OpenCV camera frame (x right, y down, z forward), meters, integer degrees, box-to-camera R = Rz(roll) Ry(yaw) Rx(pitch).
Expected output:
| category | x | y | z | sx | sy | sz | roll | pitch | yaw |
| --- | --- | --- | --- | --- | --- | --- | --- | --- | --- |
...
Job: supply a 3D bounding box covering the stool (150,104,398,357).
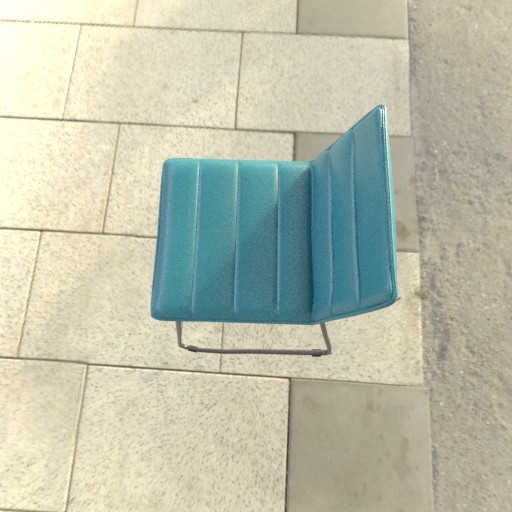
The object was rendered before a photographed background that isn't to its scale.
| category | x | y | z | sx | sy | sz | roll | pitch | yaw |
| --- | --- | --- | --- | --- | --- | --- | --- | --- | --- |
| stool | 0.000 | 0.000 | 1.200 | 0.524 | 0.866 | 0.489 | 1 | 75 | 0 |
